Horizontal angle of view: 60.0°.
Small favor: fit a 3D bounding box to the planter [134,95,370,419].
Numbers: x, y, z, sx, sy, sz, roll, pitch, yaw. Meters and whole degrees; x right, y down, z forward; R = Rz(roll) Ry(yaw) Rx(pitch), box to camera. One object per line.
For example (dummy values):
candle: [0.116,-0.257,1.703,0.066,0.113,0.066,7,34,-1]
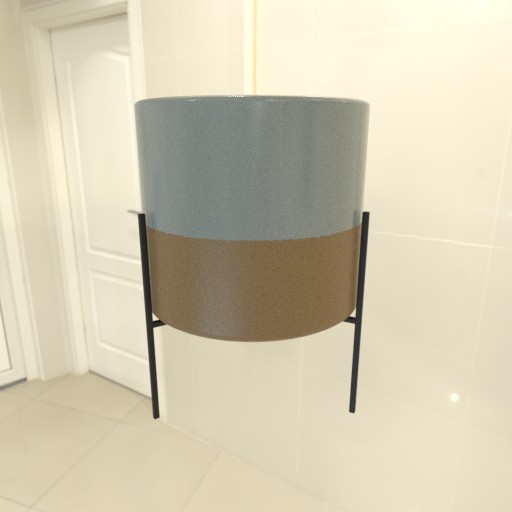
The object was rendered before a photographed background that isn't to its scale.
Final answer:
planter: [0.000,0.000,0.730,0.360,0.480,0.348,8,18,26]
